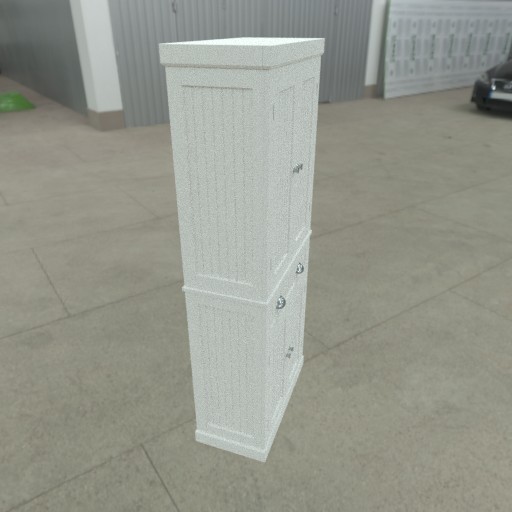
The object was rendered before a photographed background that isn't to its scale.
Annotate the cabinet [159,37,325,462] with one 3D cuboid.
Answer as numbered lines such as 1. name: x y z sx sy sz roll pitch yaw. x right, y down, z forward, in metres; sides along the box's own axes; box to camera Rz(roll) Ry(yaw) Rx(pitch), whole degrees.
1. cabinet: 0.000 0.000 2.092 0.390 1.829 0.754 9 29 17
